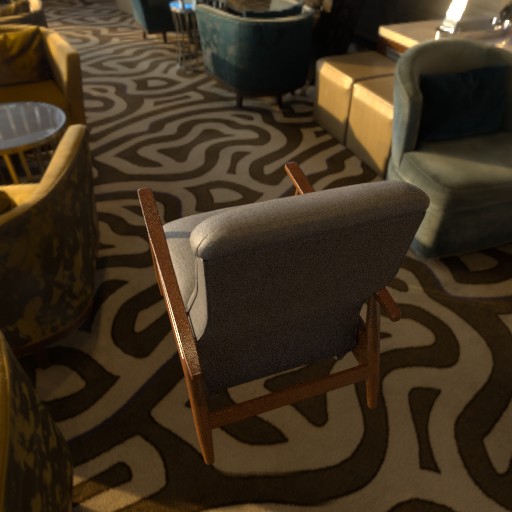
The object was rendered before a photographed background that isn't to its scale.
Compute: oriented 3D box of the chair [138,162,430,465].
[{"bbox_3d":[0.000,0.000,1.754,0.762,1.081,1.014,-13,42,-15],"label":"chair"}]
